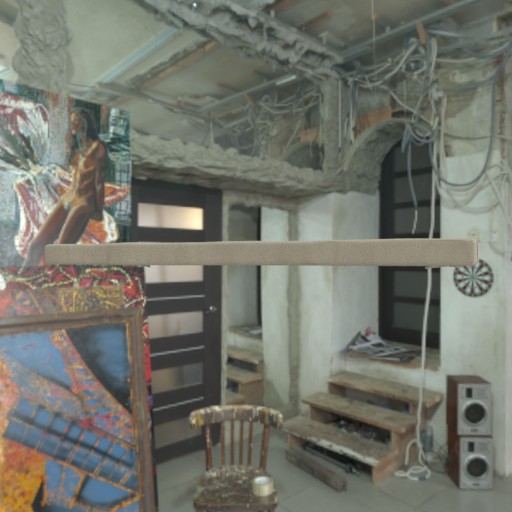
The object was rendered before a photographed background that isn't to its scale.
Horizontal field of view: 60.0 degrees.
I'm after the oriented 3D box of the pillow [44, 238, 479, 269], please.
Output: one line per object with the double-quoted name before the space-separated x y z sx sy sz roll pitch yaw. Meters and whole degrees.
"pillow" 0.000 0.000 1.330 1.187 0.081 0.492 0 -1 18
